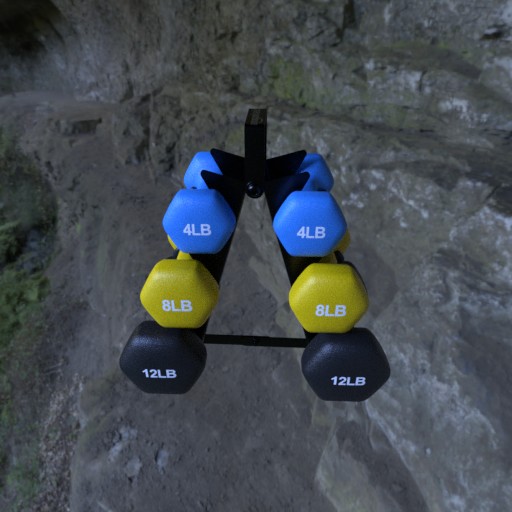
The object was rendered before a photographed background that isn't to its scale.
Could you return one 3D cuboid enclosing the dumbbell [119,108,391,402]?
[{"bbox_3d":[0.000,0.000,0.687,0.409,0.426,0.255,2,31,3],"label":"dumbbell"}]
